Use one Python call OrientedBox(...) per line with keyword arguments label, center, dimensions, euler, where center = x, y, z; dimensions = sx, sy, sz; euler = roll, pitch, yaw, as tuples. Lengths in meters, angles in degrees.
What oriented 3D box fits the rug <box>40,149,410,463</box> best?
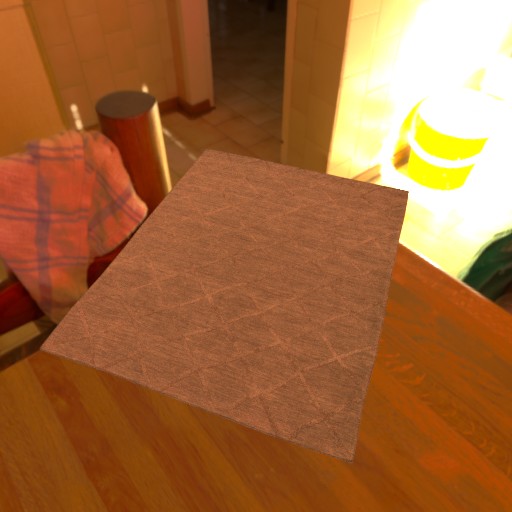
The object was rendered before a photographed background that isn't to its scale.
OrientedBox(label="rug", center=(0.000, 0.000, 4.088), dimensions=(2.438, 0.013, 3.048), euler=(15, 47, 14))
